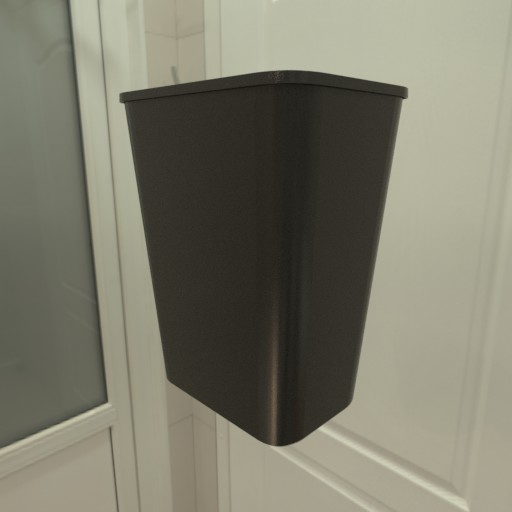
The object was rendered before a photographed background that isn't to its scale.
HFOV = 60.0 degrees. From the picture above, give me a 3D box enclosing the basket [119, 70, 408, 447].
[{"bbox_3d":[0.000,0.000,0.746,0.287,0.521,0.394,-14,20,-43],"label":"basket"}]
